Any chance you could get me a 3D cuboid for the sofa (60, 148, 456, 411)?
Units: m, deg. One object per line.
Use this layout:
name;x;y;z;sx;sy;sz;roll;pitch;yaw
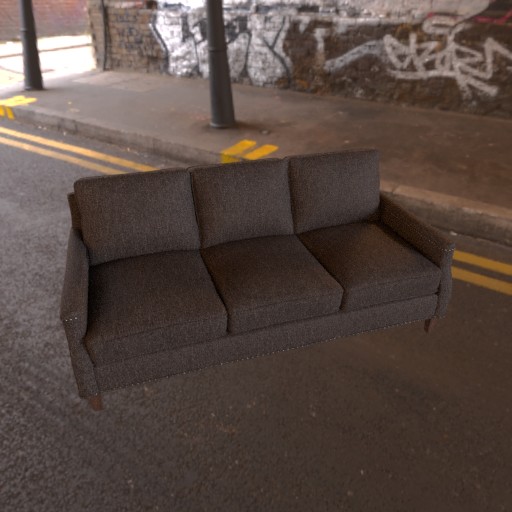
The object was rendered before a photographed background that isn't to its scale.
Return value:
sofa;0.000;0.000;2.807;2.246;1.003;1.084;-9;32;-15
